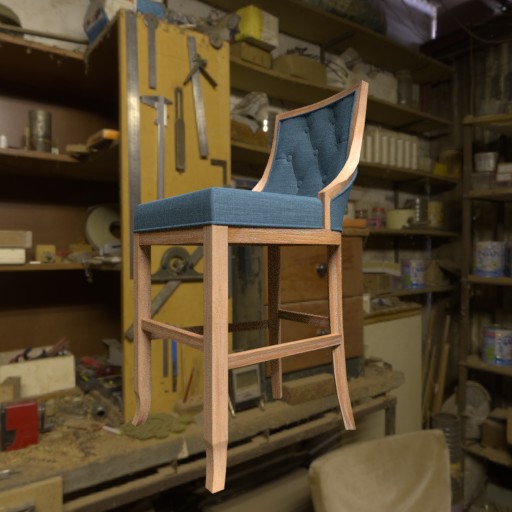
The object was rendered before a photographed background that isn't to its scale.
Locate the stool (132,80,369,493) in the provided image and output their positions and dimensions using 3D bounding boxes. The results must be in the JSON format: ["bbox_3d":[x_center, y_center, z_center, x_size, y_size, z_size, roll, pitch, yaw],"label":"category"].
[{"bbox_3d":[0.000,0.000,1.418,0.626,1.101,0.524,0,1,-36],"label":"stool"}]
